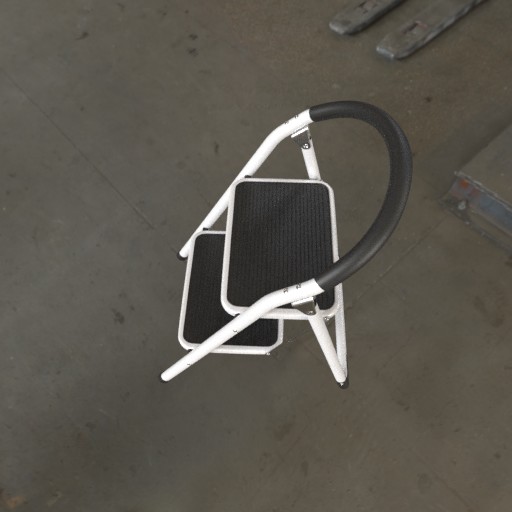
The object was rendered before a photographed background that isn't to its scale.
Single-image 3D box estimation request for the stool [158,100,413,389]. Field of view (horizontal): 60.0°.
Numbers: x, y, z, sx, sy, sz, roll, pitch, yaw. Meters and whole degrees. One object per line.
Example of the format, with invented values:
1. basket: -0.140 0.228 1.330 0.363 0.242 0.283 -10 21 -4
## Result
1. stool: 0.000 0.000 1.090 0.559 0.760 0.453 2 59 1
